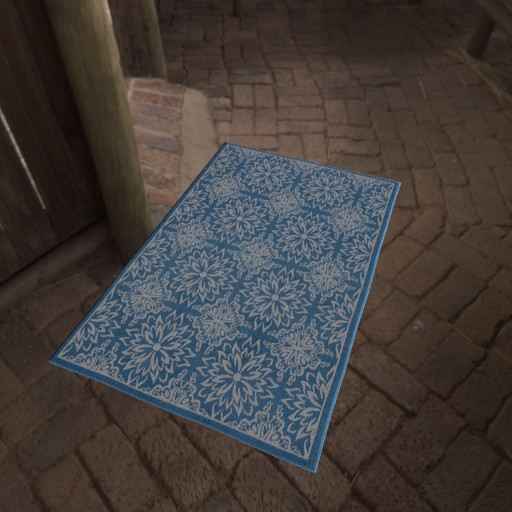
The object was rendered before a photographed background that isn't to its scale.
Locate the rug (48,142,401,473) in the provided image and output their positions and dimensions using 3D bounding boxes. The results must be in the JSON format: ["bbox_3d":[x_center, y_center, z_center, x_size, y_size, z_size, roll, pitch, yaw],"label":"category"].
[{"bbox_3d":[0.000,0.000,3.547,1.830,0.018,2.769,17,50,15],"label":"rug"}]
